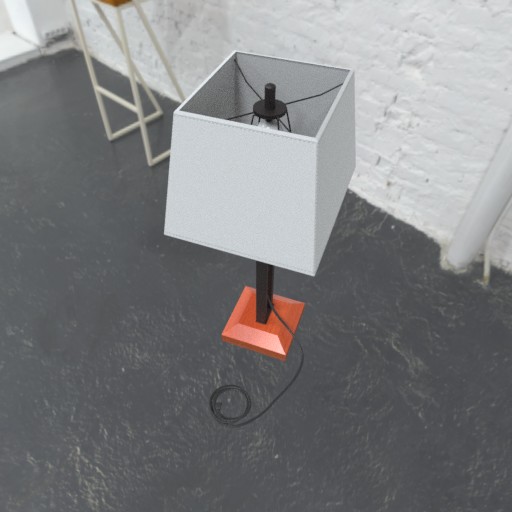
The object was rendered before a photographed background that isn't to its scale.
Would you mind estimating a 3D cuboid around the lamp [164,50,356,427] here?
[{"bbox_3d":[0.000,0.000,0.994,0.310,0.737,0.498,16,49,14],"label":"lamp"}]
